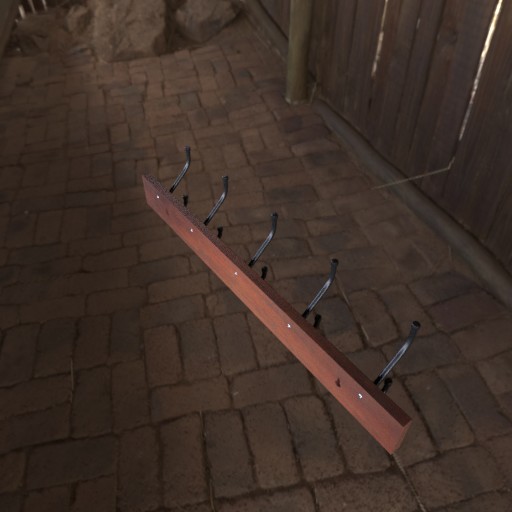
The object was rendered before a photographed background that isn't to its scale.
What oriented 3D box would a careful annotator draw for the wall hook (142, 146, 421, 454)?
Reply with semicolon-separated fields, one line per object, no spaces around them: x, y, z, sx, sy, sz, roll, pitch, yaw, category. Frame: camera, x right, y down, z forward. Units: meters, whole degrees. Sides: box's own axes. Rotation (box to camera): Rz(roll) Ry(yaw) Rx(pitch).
0.000;0.000;0.616;0.071;0.117;0.571;-26;48;-26;wall hook
